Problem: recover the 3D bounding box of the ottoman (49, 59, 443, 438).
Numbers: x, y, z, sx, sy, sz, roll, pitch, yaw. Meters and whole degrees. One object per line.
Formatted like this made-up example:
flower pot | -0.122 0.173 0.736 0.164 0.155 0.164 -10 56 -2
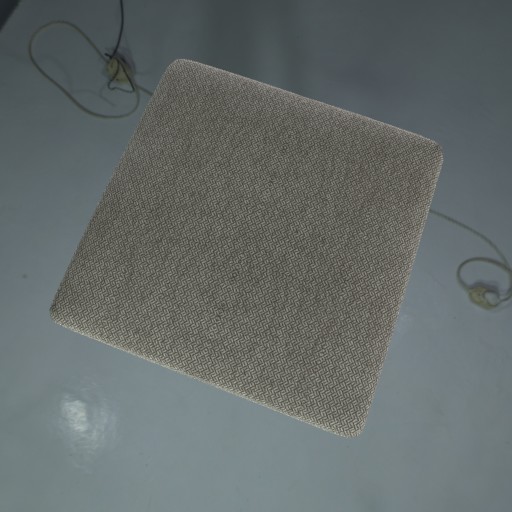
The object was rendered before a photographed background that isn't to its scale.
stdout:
ottoman | 0.000 0.000 0.899 0.519 0.453 0.512 20 77 5
